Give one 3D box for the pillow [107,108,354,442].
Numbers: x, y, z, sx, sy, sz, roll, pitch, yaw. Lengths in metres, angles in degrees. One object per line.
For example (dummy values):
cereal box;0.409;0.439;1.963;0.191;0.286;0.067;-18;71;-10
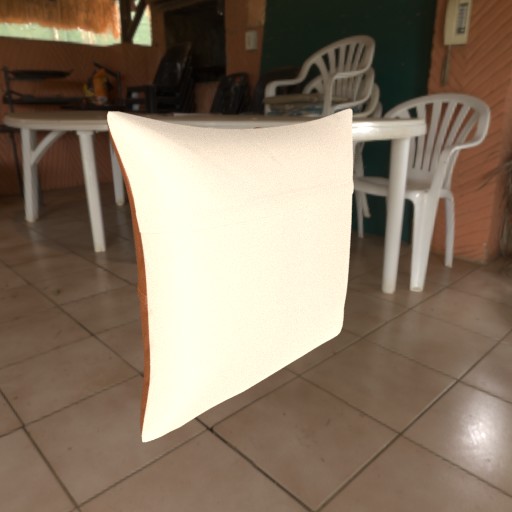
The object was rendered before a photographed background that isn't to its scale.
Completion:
pillow;0.000;0.000;0.759;0.501;0.477;0.192;-18;25;-42
